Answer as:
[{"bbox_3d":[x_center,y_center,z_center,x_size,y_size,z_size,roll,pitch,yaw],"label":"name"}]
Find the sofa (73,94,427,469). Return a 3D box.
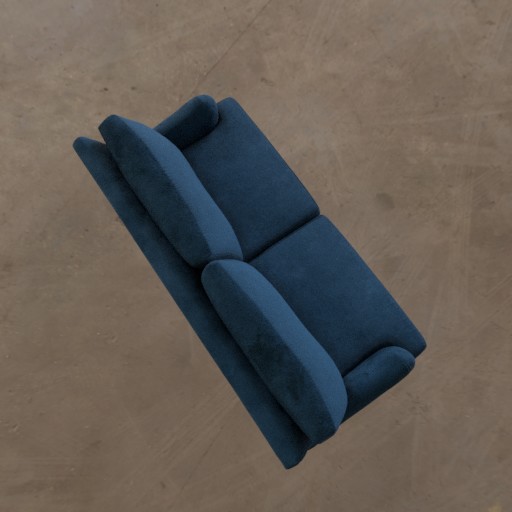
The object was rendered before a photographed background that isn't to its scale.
[{"bbox_3d":[0.000,0.000,2.758,1.084,1.101,2.141,-34,78,-9],"label":"sofa"}]
